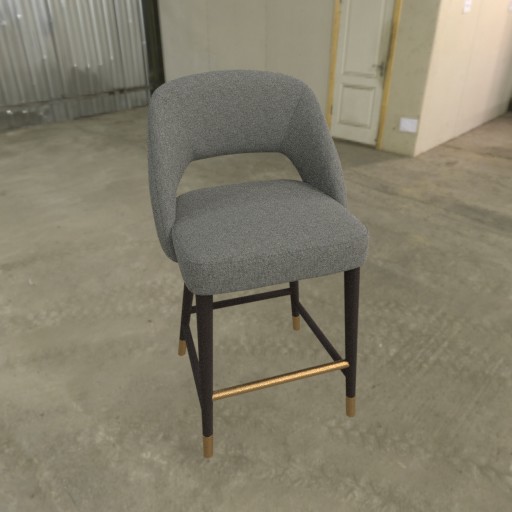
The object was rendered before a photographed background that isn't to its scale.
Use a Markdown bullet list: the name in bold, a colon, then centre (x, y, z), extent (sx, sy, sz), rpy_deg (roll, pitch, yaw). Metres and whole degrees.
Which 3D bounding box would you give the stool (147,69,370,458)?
- **stool**: centre (0.000, 0.000, 1.260), extent (0.536, 0.925, 0.524), rpy_deg (-9, 32, -16)
